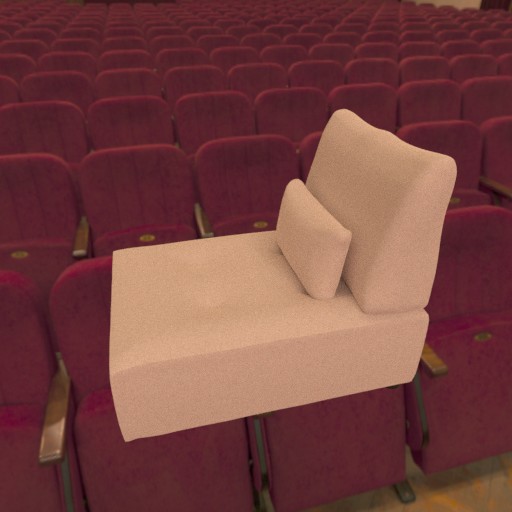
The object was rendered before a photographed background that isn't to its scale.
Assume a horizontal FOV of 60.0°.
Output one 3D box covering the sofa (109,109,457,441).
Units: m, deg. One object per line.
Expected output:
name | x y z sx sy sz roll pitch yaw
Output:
sofa | 0.000 0.000 1.533 1.000 0.820 0.700 -7 31 -13
